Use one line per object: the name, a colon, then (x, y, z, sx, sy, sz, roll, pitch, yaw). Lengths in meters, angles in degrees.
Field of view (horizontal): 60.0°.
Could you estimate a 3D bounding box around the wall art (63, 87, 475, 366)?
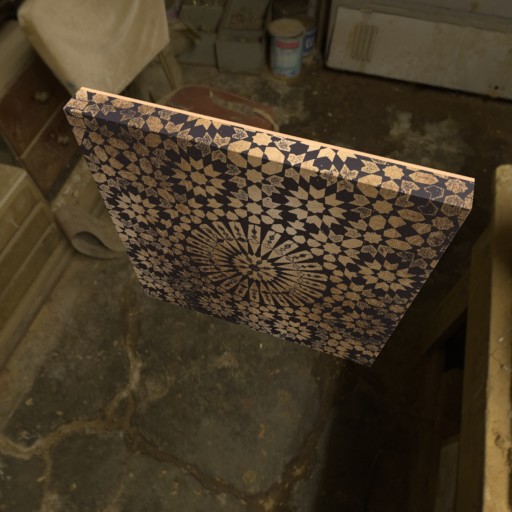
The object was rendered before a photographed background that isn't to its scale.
wall art: (0.000, 0.000, 0.596, 0.405, 0.405, 0.038, 16, 58, 10)
